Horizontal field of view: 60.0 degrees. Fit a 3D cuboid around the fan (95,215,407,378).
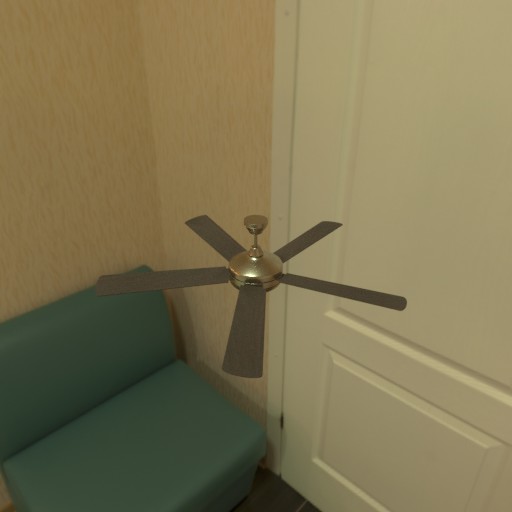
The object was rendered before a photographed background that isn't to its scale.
[{"bbox_3d":[0.000,0.000,1.992,1.321,0.356,1.321,7,29,12],"label":"fan"}]
